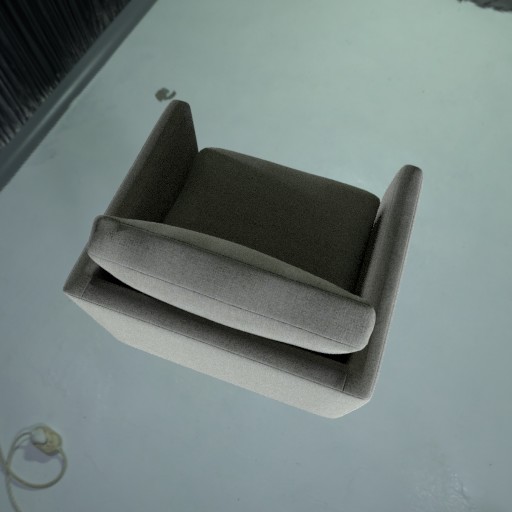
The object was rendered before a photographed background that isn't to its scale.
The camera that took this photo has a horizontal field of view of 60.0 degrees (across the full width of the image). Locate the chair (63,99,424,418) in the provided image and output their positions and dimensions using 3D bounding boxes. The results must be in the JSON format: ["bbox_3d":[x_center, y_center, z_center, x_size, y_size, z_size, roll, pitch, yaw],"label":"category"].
[{"bbox_3d":[0.000,0.000,1.849,1.107,0.963,0.959,18,67,8],"label":"chair"}]
